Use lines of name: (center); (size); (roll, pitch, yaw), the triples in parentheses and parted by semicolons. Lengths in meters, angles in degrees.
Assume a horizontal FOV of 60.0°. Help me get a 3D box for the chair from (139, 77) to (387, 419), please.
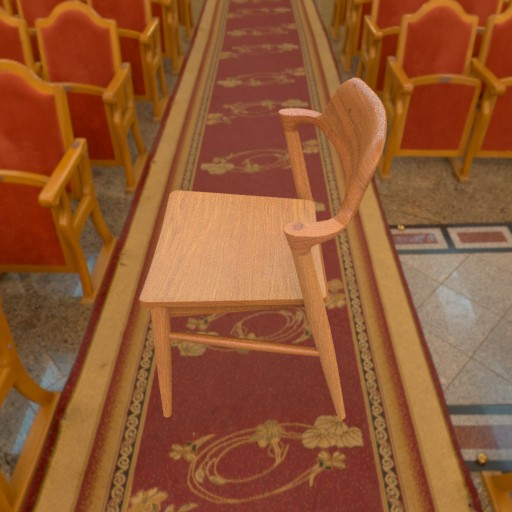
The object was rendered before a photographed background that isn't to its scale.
chair: (0.000, 0.000, 1.116); (0.499, 0.792, 0.512); (1, 42, 1)
